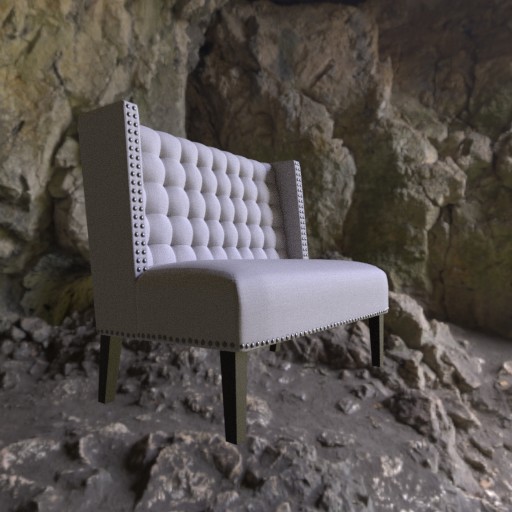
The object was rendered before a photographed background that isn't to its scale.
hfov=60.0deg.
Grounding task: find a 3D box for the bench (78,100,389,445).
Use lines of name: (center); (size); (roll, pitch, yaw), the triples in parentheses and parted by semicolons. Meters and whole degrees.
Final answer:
bench: (0.000, 0.000, 2.014); (0.847, 1.123, 1.280); (0, -1, 36)
